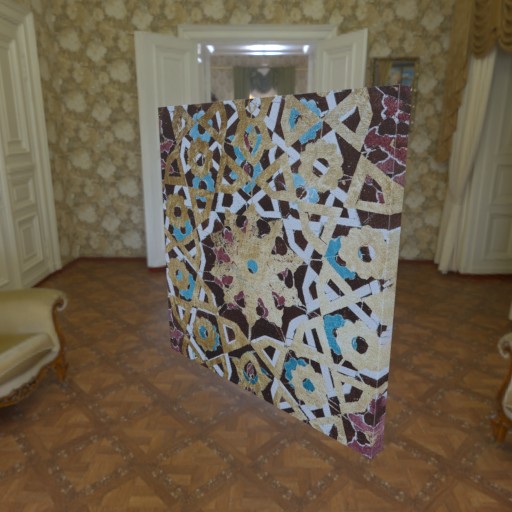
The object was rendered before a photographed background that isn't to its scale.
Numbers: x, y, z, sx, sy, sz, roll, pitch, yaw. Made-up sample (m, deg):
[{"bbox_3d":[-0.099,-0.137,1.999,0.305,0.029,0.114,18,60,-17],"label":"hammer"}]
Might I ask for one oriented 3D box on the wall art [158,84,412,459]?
[{"bbox_3d":[0.000,0.000,0.917,0.041,0.613,0.609,-14,20,-43],"label":"wall art"}]
